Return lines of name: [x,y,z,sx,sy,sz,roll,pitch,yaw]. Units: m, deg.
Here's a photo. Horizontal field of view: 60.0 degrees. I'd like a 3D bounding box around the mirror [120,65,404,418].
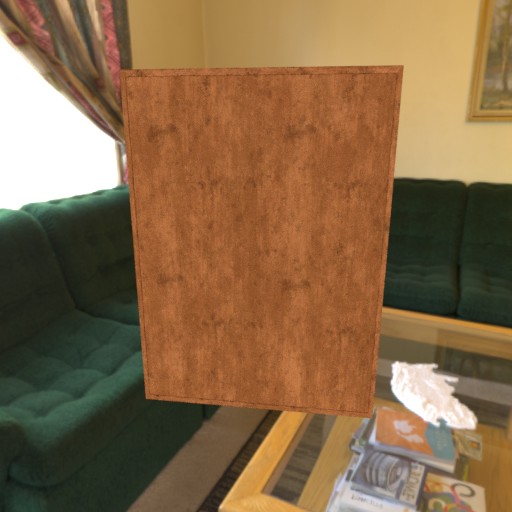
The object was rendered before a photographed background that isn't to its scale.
mirror: [0.000,0.000,1.397,0.796,1.099,0.028,2,17,8]
